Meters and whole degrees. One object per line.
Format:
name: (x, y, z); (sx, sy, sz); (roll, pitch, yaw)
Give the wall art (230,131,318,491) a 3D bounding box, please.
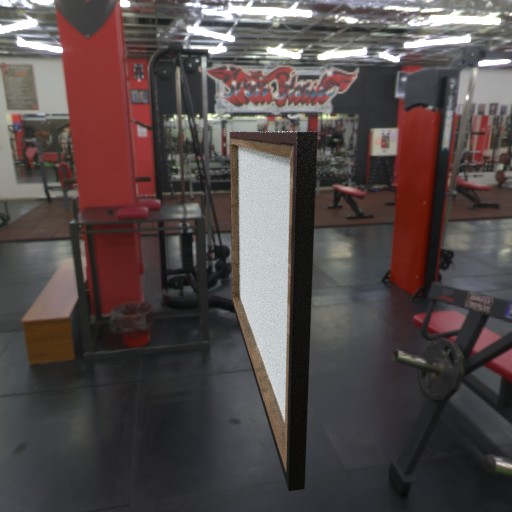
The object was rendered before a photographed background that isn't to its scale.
wall art: (0.000, 0.000, 0.825); (0.022, 0.446, 0.659); (-3, 16, -9)
